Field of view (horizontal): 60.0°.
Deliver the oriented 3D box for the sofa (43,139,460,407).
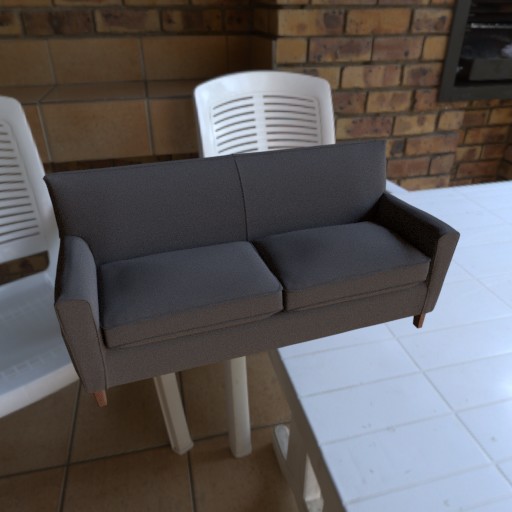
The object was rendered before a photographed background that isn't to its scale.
[{"bbox_3d":[0.000,0.000,2.410,2.002,0.907,0.843,-10,31,-16],"label":"sofa"}]
